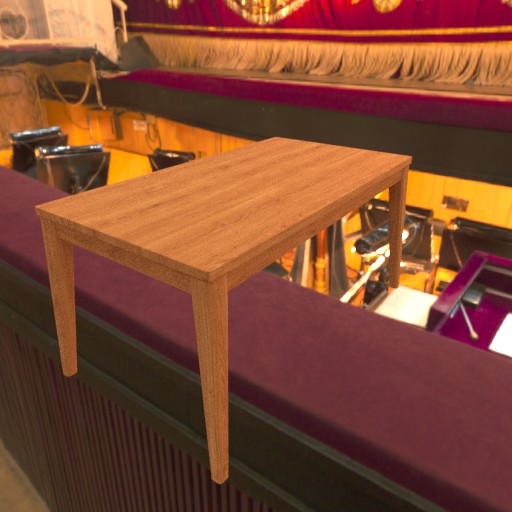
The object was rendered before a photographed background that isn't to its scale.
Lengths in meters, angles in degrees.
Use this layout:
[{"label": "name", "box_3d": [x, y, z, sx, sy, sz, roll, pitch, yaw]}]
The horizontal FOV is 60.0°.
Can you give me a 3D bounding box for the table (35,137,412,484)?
[{"label": "table", "box_3d": [0.000, 0.000, 2.084, 0.900, 0.760, 1.600, 18, 31, 32]}]
